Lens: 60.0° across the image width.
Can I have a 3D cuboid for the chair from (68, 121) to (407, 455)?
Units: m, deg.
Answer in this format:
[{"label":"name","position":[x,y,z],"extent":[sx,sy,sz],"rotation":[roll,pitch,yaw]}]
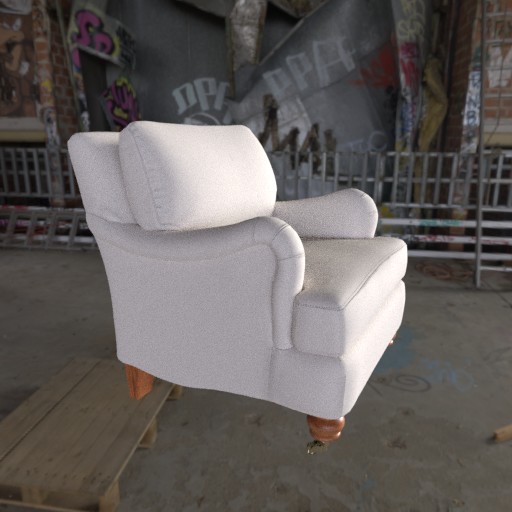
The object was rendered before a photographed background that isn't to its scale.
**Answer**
[{"label":"chair","position":[0.000,0.000,1.799],"extent":[1.070,1.038,0.955],"rotation":[8,17,28]}]
